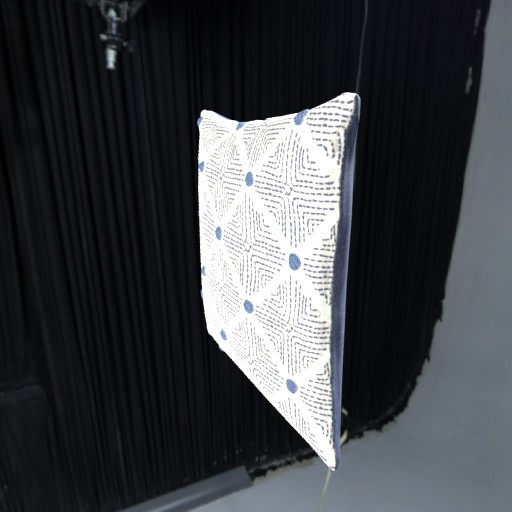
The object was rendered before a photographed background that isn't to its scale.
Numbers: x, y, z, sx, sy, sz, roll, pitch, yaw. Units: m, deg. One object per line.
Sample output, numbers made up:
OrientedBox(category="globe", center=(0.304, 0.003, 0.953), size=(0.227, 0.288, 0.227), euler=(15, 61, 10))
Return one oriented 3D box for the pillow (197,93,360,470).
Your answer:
OrientedBox(category="pillow", center=(0.000, 0.000, 0.782), size=(0.145, 0.510, 0.510), euler=(-8, 18, -25))
